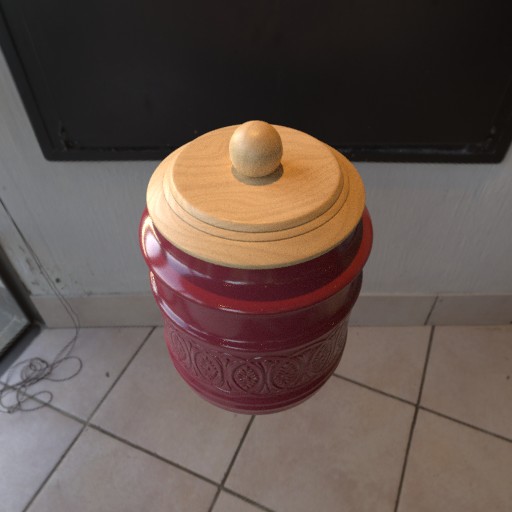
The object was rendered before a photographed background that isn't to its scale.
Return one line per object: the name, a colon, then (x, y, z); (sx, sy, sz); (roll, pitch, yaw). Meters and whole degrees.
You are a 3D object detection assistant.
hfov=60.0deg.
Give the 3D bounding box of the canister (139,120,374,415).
canister: (0.000, 0.000, 0.270); (0.130, 0.176, 0.130); (0, 47, 0)
